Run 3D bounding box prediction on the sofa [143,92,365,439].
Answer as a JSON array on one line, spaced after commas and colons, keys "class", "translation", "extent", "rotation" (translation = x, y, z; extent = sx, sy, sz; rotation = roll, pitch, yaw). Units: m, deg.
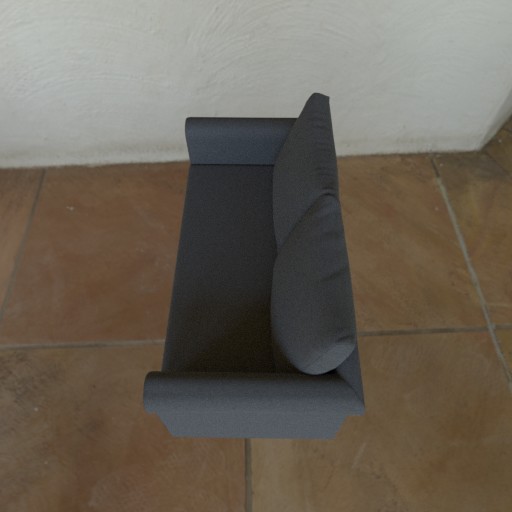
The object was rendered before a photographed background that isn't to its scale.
[{"class": "sofa", "translation": [0.000, 0.000, 2.006], "extent": [0.741, 0.872, 1.460], "rotation": [1, 56, 0]}]
